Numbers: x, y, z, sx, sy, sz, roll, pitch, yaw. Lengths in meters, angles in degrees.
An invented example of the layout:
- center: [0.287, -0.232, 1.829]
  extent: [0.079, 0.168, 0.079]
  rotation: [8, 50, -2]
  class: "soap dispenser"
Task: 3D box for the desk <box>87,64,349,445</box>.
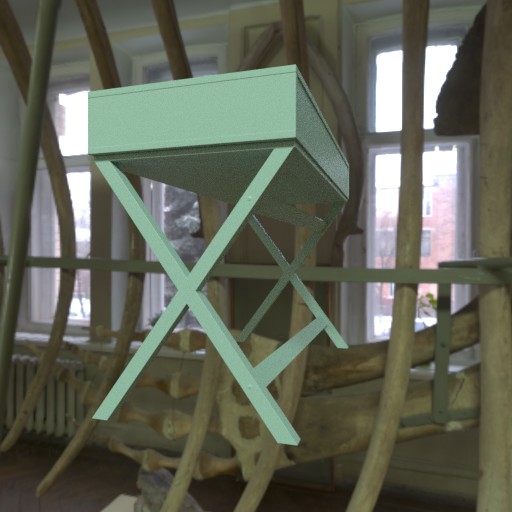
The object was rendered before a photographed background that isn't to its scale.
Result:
- center: [0.000, 0.000, 1.479]
  extent: [0.509, 0.780, 1.059]
  rotation: [0, 0, 18]
  class: "desk"
